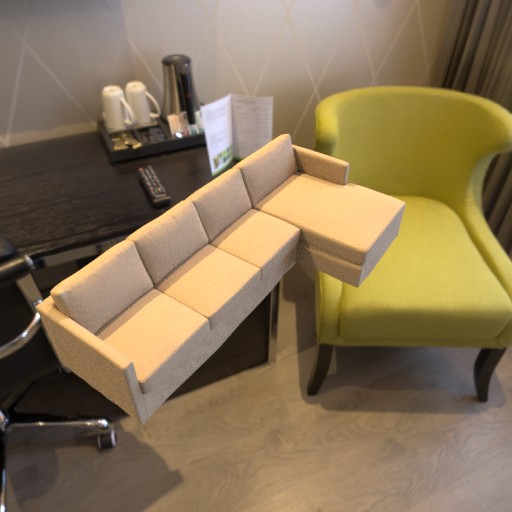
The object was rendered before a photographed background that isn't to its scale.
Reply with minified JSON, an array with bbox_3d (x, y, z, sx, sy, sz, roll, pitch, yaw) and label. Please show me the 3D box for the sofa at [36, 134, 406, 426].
[{"bbox_3d":[0.000,0.000,3.944,1.622,0.871,3.206,25,47,26],"label":"sofa"}]
